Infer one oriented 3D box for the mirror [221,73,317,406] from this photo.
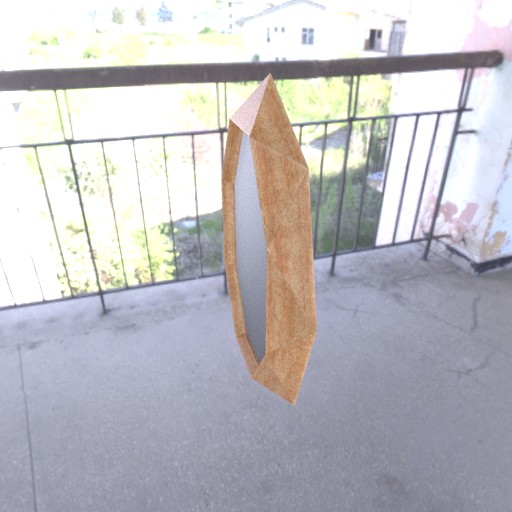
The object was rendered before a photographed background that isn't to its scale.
[{"bbox_3d":[0.000,0.000,1.009,0.070,0.774,0.577,-8,30,-14],"label":"mirror"}]
